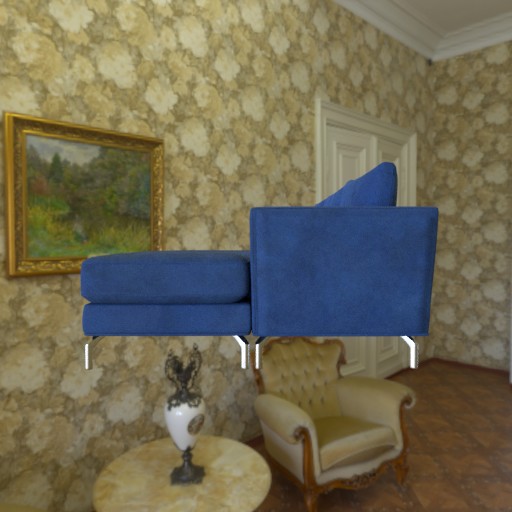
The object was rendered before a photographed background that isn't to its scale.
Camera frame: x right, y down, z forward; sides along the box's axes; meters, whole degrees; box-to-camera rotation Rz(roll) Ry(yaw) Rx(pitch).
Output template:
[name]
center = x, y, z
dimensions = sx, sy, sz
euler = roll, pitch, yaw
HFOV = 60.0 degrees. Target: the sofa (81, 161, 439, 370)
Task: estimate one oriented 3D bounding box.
[sofa]
center = 0.000, 0.000, 3.190
dimensions = 1.622, 0.987, 2.438
euler = 0, 2, -1
